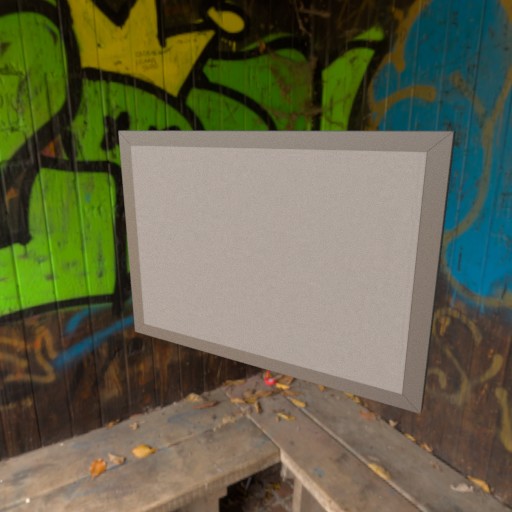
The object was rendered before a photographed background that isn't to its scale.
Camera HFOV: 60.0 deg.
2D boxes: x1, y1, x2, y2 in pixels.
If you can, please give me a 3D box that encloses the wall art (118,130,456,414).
[{"bbox_3d":[0.000,0.000,0.563,0.432,0.306,0.016,9,18,28],"label":"wall art"}]
